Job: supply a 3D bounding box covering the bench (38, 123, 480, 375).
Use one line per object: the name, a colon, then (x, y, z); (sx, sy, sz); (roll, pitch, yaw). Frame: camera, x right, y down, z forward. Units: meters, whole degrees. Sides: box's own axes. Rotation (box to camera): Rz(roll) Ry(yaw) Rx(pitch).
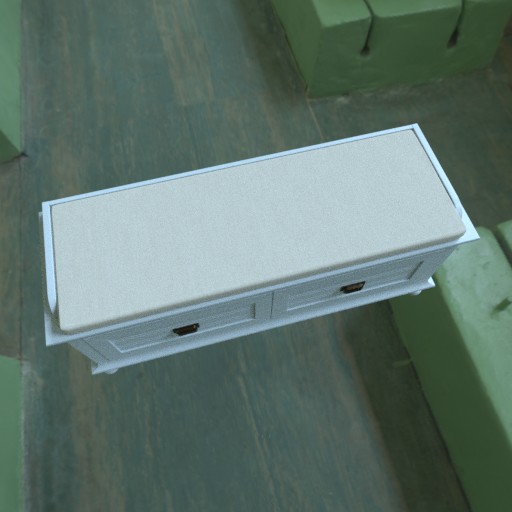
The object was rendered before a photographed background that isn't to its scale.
bench: (0.000, 0.000, 1.425); (1.185, 0.486, 0.402); (-13, 64, -7)
